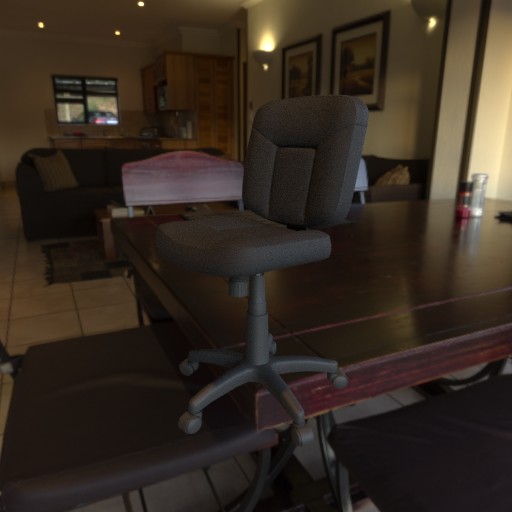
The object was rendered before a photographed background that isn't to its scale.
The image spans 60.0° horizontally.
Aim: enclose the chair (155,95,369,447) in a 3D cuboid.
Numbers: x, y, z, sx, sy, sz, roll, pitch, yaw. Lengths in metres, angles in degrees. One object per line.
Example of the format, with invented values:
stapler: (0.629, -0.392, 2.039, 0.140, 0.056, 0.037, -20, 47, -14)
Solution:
chair: (0.000, 0.000, 1.380, 0.610, 0.972, 0.610, -15, 21, -43)
